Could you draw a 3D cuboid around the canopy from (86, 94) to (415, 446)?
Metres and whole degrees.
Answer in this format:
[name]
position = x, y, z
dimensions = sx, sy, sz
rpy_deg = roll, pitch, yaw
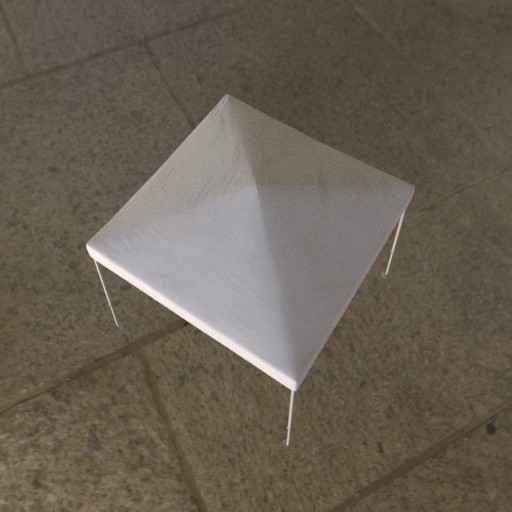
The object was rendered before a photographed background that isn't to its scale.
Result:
[canopy]
position = 0.000, 0.000, 6.541
dimensions = 3.599, 3.600, 3.600
rpy_deg = 31, 68, 14
